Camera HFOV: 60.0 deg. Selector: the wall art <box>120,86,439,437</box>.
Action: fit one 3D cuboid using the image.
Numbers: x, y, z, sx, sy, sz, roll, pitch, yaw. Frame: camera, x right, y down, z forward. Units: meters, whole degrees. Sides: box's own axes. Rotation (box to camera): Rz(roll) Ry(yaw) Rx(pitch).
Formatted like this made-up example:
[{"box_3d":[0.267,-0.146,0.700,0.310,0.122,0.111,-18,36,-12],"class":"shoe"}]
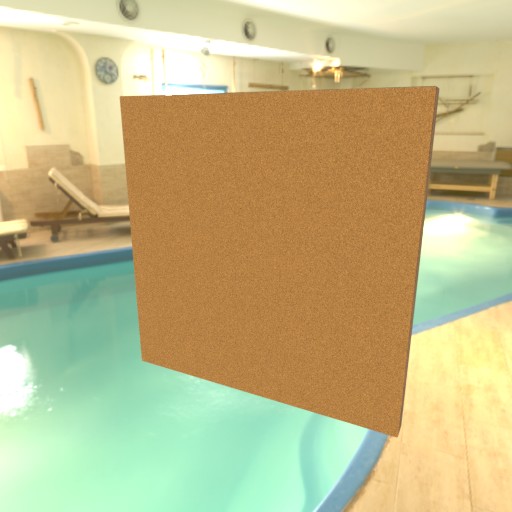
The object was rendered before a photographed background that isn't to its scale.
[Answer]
[{"box_3d":[0.000,0.000,1.084,0.749,0.751,0.050,8,19,26],"class":"wall art"}]
